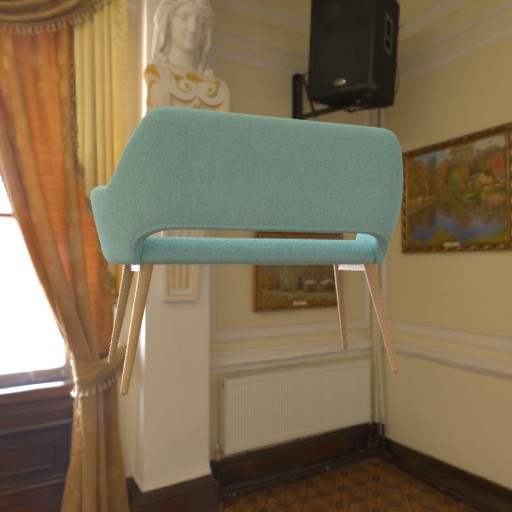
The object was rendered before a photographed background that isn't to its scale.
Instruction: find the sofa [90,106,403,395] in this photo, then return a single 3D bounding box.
[{"bbox_3d":[0.000,0.000,1.627,1.150,0.840,0.610,0,-1,-17],"label":"sofa"}]
